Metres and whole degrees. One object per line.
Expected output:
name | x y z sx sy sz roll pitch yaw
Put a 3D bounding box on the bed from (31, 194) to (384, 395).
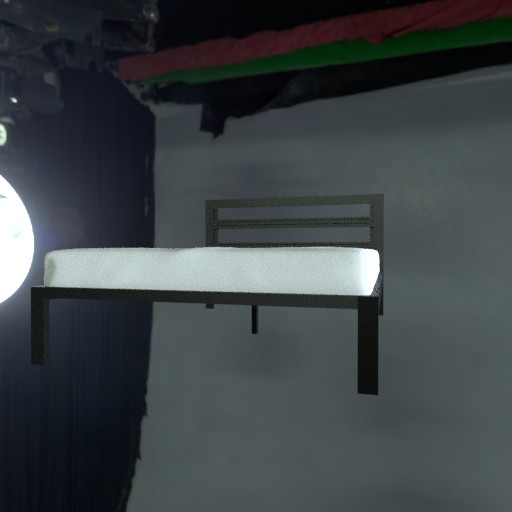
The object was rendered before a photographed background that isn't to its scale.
bed | 0.000 0.000 2.784 1.524 0.967 2.062 0 1 17
